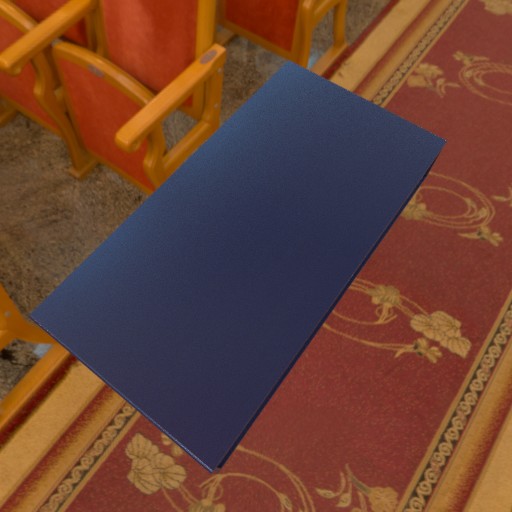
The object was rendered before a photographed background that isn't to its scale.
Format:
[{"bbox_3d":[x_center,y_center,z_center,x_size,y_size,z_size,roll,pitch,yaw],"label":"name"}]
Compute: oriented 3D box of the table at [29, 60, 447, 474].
[{"bbox_3d":[0.000,0.000,1.354,0.572,0.457,1.067,34,68,15],"label":"table"}]
